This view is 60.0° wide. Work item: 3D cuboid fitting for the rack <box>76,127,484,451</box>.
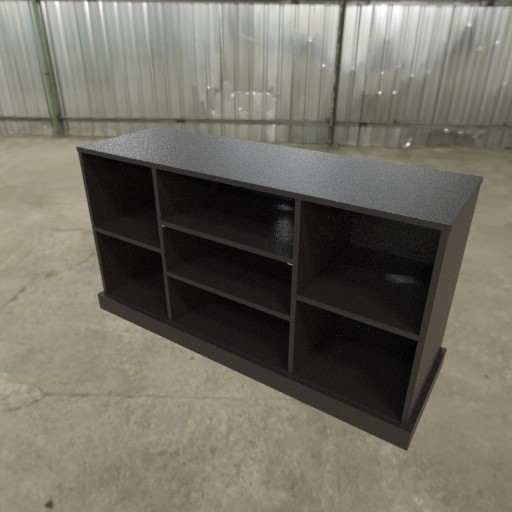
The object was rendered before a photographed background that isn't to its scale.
[{"bbox_3d":[0.000,0.000,1.455,1.206,0.635,0.399,17,32,29],"label":"rack"}]
